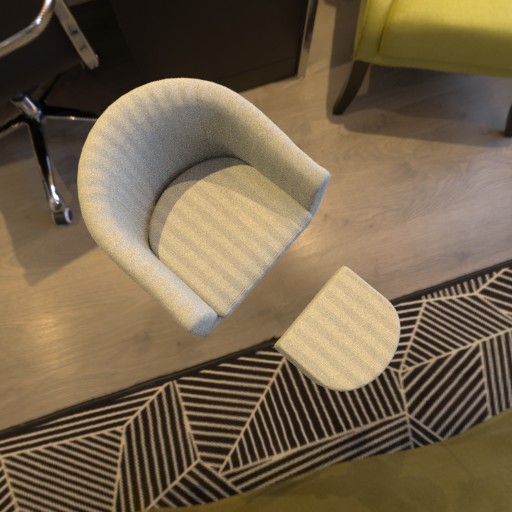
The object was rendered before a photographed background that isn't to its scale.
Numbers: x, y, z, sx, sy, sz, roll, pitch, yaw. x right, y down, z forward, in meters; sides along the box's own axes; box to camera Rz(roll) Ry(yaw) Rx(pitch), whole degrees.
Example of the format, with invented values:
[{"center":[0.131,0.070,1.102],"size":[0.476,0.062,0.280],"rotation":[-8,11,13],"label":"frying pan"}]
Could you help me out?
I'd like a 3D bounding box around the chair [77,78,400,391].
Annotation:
[{"center":[0.000,0.000,1.721],"size":[1.288,0.757,0.756],"rotation":[40,80,9],"label":"chair"}]
